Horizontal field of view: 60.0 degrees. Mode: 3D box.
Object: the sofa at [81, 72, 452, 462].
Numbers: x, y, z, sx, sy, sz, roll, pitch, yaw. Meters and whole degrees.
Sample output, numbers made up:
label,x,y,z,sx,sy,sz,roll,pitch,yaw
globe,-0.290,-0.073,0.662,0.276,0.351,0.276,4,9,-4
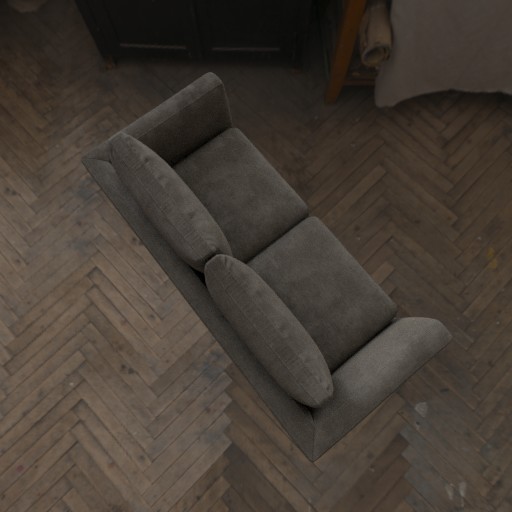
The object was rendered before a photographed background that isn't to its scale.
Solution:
label,x,y,z,sx,sy,sz,roll,pitch,yaw
sofa,0.000,0.000,2.346,0.855,1.013,1.832,-37,77,-10
